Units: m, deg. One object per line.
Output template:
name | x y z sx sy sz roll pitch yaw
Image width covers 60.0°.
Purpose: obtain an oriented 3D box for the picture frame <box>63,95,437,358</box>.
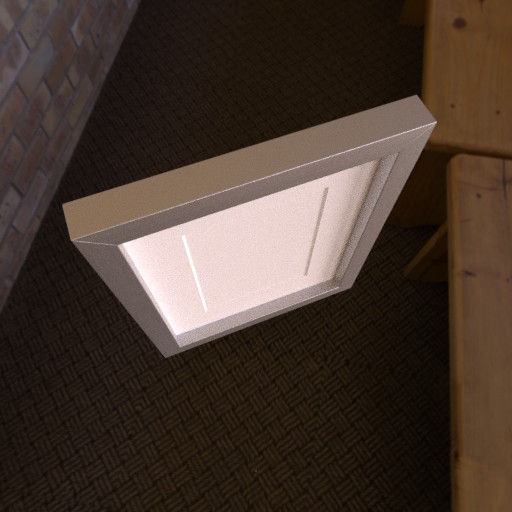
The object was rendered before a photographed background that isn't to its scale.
picture frame | 0.000 0.000 0.396 0.233 0.282 0.036 -19 66 -9
